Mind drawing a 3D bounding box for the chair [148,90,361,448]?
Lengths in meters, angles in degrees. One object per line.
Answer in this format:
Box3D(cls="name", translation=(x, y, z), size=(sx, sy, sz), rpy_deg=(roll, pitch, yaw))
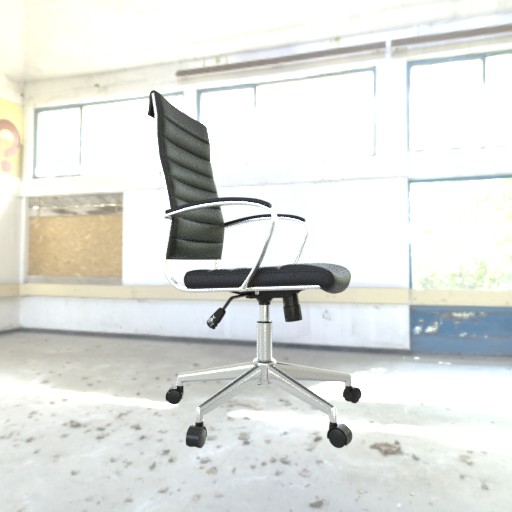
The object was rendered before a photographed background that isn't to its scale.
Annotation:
Box3D(cls="chair", translation=(0.000, 0.000, 1.645), size=(0.739, 1.149, 0.766), rpy_deg=(0, -1, 18))
